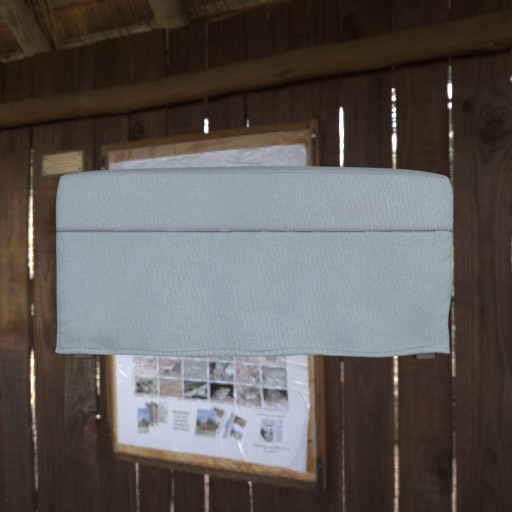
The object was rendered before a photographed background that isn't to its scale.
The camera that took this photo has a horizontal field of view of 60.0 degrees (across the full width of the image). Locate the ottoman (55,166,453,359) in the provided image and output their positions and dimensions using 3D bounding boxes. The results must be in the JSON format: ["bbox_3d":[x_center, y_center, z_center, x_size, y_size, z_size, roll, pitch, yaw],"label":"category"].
[{"bbox_3d":[0.000,0.000,1.310,0.842,0.441,0.843,0,-1,1],"label":"ottoman"}]
